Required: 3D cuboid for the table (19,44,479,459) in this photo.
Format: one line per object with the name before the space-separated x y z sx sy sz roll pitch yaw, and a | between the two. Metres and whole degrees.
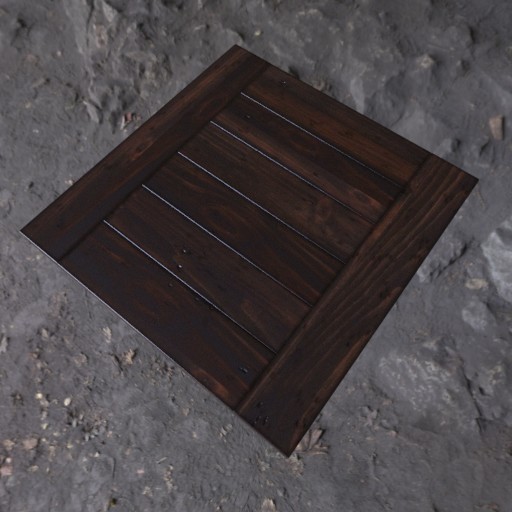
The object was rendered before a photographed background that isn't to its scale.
table | 0.000 0.000 1.004 0.593 0.437 0.606 35 69 15
